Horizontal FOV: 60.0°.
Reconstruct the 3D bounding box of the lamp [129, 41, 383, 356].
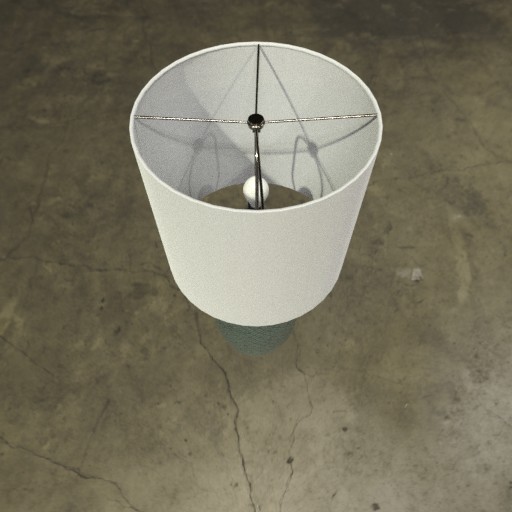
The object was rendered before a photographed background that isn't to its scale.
[{"bbox_3d":[0.000,0.000,0.573,0.217,0.453,0.217,-1,57,0],"label":"lamp"}]
